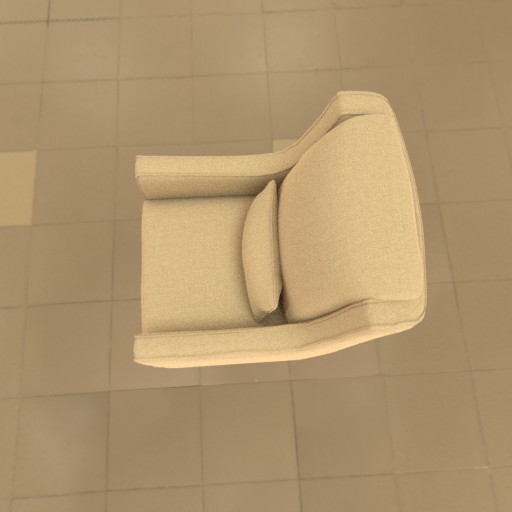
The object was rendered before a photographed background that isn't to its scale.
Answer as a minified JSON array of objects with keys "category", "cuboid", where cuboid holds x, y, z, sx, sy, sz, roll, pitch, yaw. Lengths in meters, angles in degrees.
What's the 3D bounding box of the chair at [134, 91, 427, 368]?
[{"category":"chair","cuboid":[0.000,0.000,1.624,0.879,0.993,0.732,-4,74,-1]}]
